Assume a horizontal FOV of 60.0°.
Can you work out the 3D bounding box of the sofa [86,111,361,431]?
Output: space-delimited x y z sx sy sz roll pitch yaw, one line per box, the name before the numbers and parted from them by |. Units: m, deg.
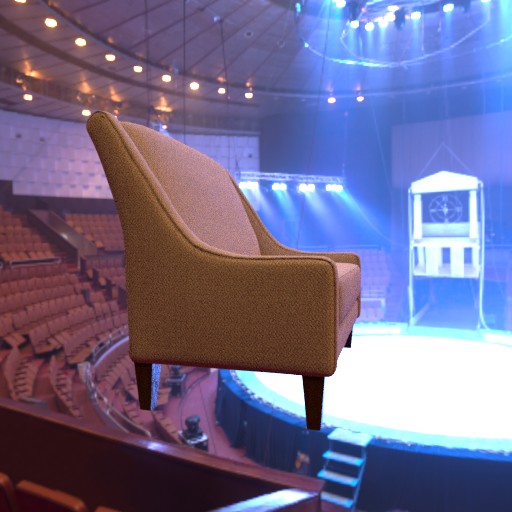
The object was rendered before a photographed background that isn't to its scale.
sofa | 0.000 0.000 1.982 0.870 1.022 1.242 0 1 17
